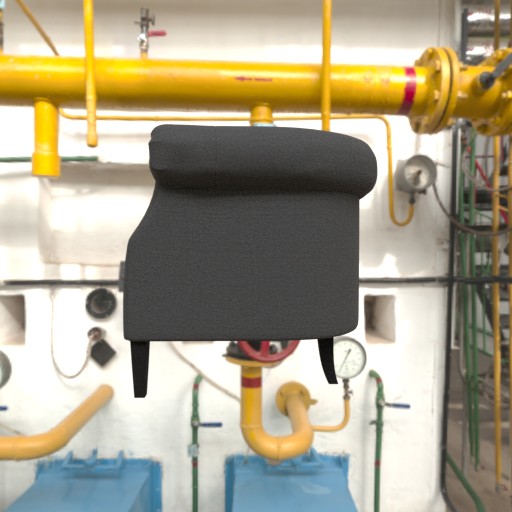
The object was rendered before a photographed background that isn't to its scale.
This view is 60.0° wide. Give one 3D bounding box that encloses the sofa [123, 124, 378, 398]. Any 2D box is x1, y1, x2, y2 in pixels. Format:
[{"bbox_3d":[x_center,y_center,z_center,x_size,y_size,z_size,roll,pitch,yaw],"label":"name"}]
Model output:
[{"bbox_3d":[0.000,0.000,2.024,0.835,0.827,1.558,0,1,-1],"label":"sofa"}]
